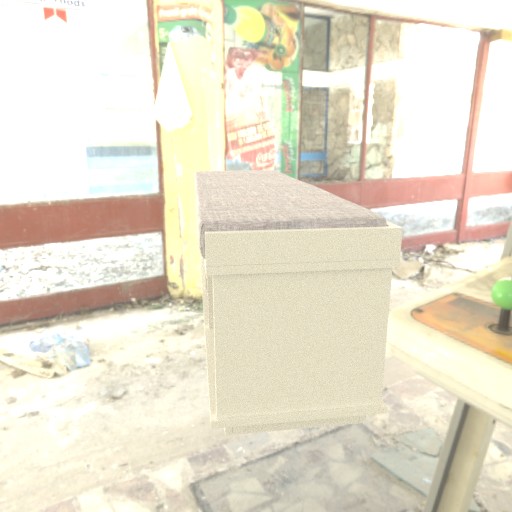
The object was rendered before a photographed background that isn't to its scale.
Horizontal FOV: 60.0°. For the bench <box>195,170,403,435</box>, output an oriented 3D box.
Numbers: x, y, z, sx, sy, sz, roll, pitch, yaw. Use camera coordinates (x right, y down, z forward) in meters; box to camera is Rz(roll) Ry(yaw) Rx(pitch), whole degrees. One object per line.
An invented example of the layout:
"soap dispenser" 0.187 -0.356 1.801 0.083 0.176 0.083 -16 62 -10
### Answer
"bench" 0.000 0.000 1.391 0.363 0.453 1.196 -2 15 -8
